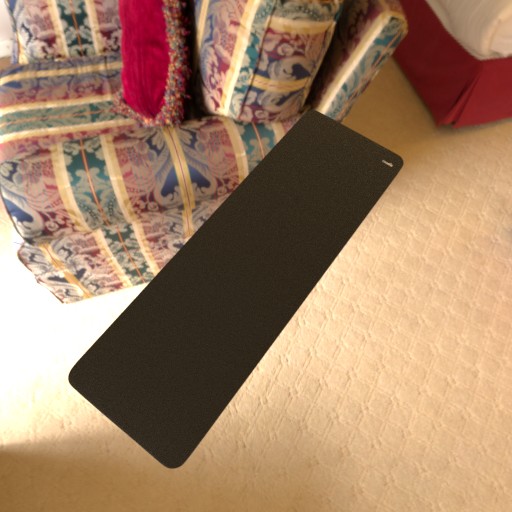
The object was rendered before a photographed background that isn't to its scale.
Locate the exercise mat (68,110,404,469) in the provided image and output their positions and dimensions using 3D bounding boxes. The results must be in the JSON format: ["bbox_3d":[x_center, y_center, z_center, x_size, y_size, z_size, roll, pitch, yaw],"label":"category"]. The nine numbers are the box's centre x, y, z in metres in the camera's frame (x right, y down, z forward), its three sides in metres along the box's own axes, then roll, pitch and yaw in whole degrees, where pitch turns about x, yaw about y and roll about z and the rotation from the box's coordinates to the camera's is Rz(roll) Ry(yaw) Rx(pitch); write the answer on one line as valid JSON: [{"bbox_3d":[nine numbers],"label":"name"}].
[{"bbox_3d":[0.000,0.000,2.091,0.616,0.021,1.869,34,68,15],"label":"exercise mat"}]
